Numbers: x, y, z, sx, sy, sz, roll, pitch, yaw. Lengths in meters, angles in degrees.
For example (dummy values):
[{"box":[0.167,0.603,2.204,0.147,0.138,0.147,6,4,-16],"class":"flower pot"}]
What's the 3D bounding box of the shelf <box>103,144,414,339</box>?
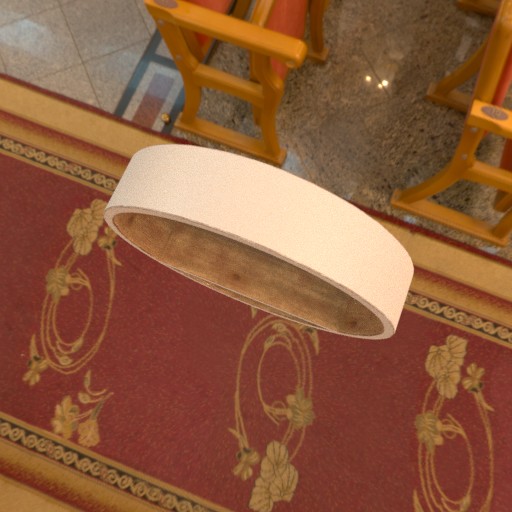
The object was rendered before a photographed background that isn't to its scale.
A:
[{"box":[0.000,0.000,1.218,0.806,0.807,0.158,21,76,6],"class":"shelf"}]
